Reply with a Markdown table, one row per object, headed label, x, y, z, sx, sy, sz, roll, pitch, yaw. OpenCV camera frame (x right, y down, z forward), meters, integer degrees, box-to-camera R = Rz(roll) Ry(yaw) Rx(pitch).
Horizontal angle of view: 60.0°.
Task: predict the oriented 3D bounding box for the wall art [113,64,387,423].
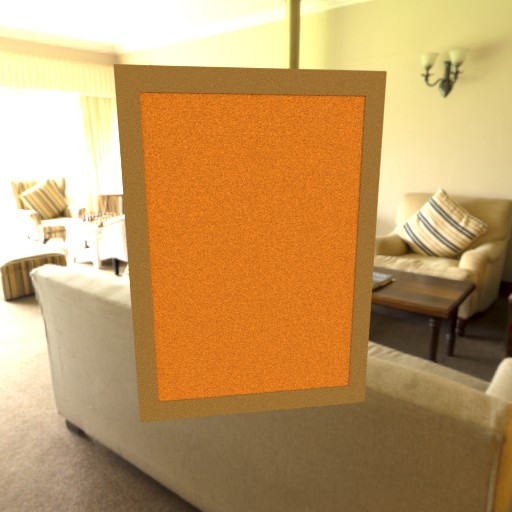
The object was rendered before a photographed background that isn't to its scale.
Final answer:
| label | x | y | z | sx | sy | sz | roll | pitch | yaw |
| --- | --- | --- | --- | --- | --- | --- | --- | --- | --- |
| wall art | 0.000 | 0.000 | 0.670 | 0.374 | 0.529 | 0.012 | -2 | 14 | -9 |
